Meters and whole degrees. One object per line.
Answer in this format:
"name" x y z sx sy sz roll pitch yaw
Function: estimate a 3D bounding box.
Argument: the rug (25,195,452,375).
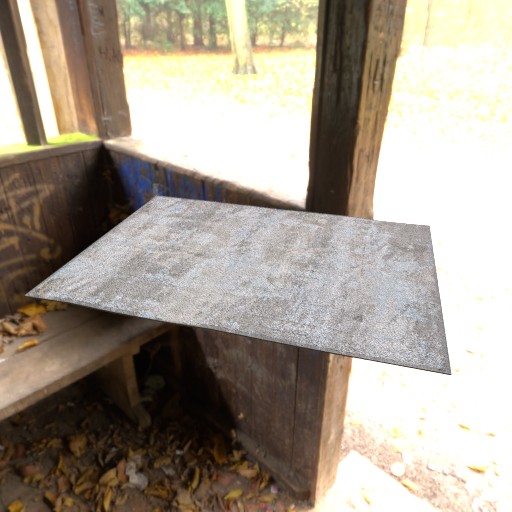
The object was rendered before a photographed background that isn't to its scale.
"rug" 0.000 0.000 4.263 3.307 0.013 2.393 8 30 14
